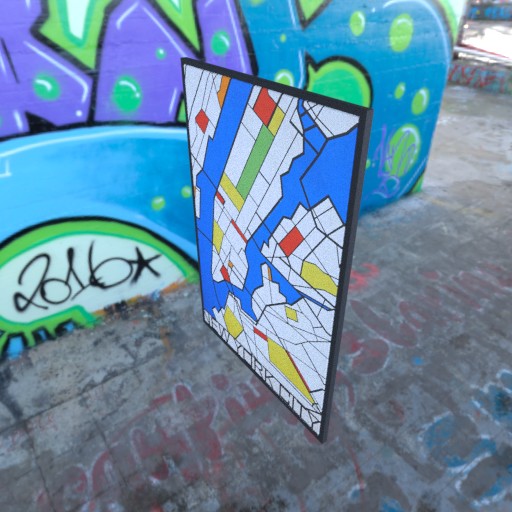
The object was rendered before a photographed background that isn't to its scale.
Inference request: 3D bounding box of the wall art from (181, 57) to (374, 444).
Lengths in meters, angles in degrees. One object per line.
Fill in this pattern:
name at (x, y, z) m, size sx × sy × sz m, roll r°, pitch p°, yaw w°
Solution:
wall art at (0.000, 0.000, 0.868) m, size 0.013 × 0.660 × 0.460 m, roll -22°, pitch 39°, yaw -30°
